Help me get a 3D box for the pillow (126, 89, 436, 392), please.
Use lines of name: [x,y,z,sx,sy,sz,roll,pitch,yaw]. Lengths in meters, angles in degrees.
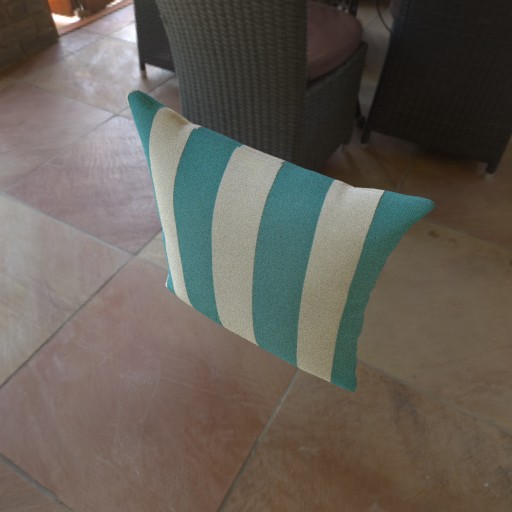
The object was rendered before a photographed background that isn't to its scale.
pillow: [0.000,0.000,0.837,0.536,0.526,0.189,25,52,21]
